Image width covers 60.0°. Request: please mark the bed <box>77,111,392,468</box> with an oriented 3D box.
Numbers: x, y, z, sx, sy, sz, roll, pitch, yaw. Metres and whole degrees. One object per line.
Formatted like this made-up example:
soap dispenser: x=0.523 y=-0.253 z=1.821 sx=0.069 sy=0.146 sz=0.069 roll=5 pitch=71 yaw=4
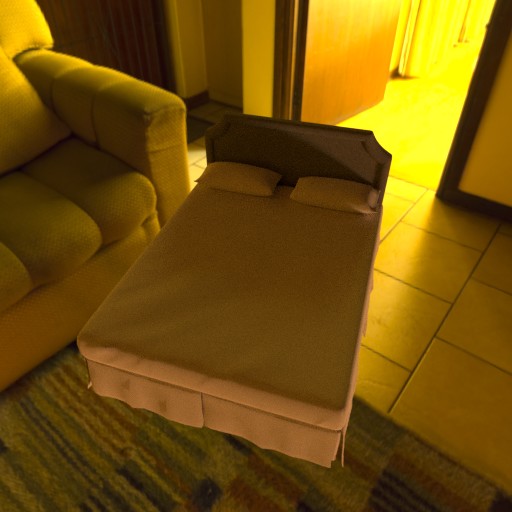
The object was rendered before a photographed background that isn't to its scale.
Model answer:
bed: x=0.000 y=0.000 z=3.627 sx=1.977 sy=1.306 sz=2.464 roll=12 pitch=42 yaw=13
